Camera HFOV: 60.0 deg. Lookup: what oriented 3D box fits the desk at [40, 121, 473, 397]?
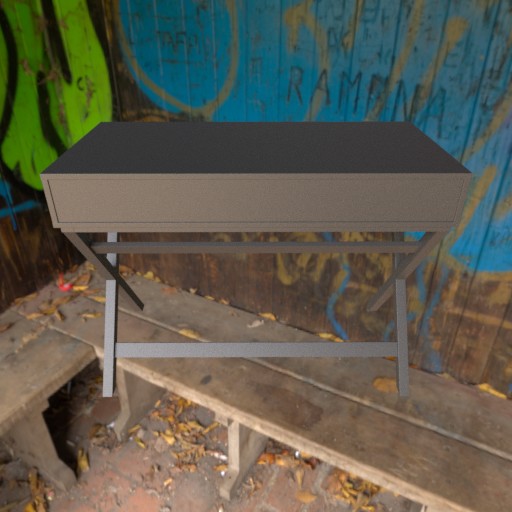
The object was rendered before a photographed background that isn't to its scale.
[{"bbox_3d":[0.000,0.000,1.506,1.057,0.780,0.525,0,31,0],"label":"desk"}]
